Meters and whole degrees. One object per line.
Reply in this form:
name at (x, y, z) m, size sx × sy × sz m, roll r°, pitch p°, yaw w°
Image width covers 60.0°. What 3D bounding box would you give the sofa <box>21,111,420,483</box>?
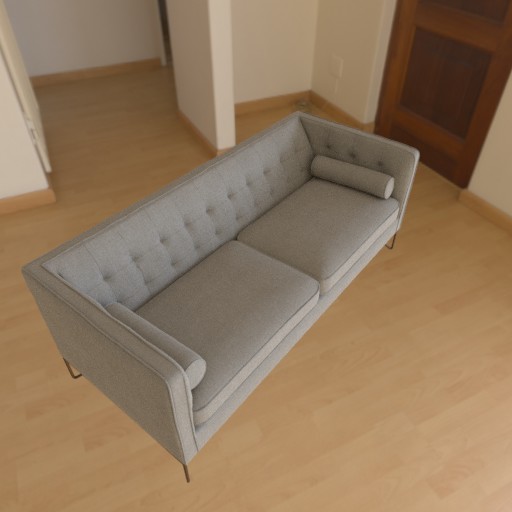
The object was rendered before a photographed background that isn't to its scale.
sofa at (0.000, 0.000, 2.497) m, size 0.912 × 0.798 × 2.079 m, roll 28°, pitch 48°, yaw 28°
